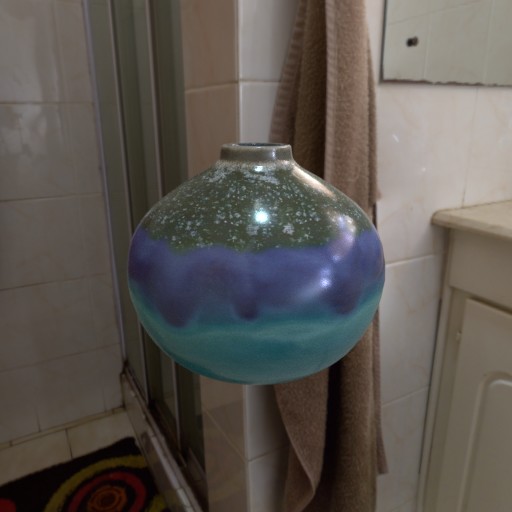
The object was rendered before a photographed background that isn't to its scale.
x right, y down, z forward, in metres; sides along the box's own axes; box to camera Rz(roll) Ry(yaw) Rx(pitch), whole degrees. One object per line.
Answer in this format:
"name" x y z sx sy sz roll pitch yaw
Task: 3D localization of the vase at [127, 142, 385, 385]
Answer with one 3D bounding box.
"vase" 0.000 0.000 0.272 0.154 0.133 0.154 0 18 0
